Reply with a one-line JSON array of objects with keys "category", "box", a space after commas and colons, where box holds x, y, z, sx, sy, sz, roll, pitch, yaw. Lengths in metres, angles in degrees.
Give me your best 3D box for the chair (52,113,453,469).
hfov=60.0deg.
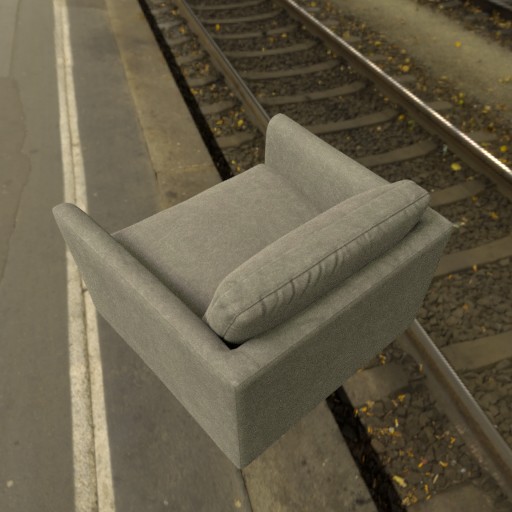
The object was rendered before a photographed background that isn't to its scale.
[{"category": "chair", "box": [0.000, 0.000, 1.858, 1.190, 0.845, 1.091, -31, 53, -27]}]
